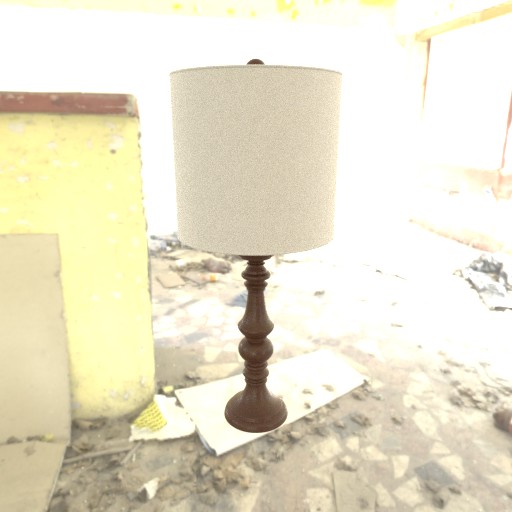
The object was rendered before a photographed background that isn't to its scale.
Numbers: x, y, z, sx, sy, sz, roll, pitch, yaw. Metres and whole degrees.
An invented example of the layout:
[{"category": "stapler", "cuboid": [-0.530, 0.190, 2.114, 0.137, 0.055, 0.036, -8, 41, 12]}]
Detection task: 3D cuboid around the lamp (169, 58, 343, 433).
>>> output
[{"category": "lamp", "cuboid": [0.000, 0.000, 0.727, 0.250, 0.597, 0.250, 2, 17, 7]}]
